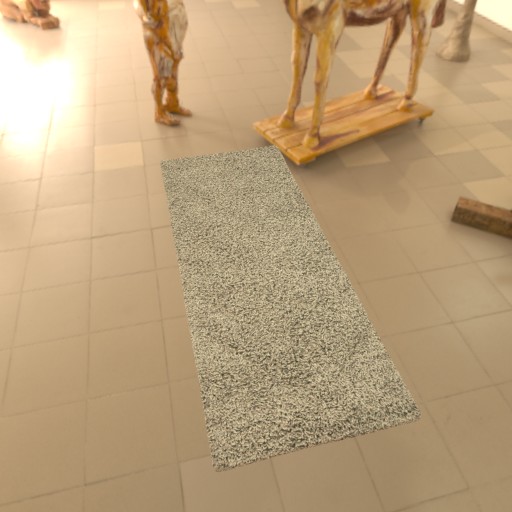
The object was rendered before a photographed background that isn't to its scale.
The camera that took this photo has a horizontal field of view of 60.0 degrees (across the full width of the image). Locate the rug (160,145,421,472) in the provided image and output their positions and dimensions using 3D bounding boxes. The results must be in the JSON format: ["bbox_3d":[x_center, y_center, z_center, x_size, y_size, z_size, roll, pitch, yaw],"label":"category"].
[{"bbox_3d":[0.000,0.000,1.748,0.609,0.030,1.524,-10,46,-10],"label":"rug"}]
